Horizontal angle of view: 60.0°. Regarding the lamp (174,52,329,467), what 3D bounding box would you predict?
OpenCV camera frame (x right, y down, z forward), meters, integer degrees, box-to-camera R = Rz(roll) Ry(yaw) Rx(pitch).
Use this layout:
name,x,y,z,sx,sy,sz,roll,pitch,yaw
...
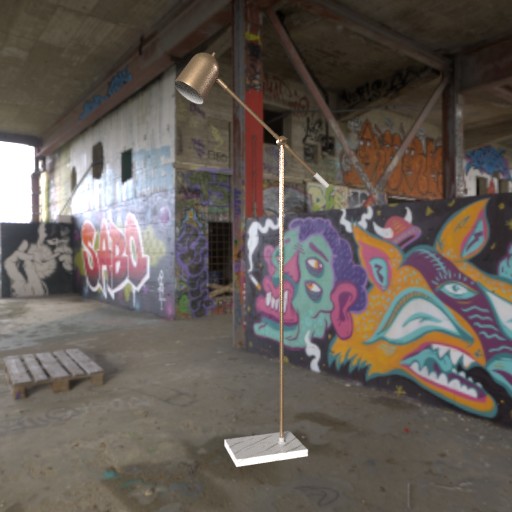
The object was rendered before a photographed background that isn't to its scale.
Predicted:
name,x,y,z,sx,sy,sz,roll,pitch,yaw
lamp,0.000,0.000,1.795,0.653,1.594,0.194,0,1,-18
